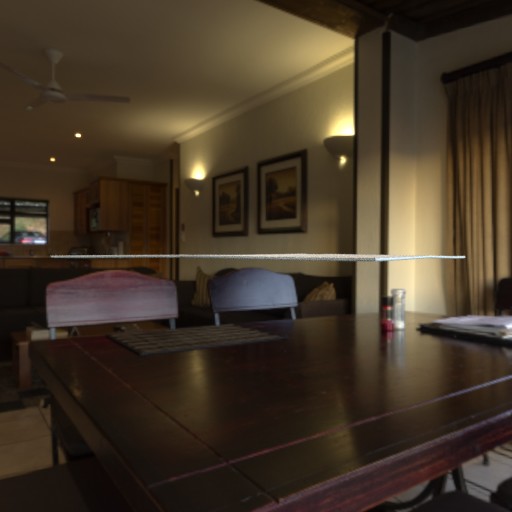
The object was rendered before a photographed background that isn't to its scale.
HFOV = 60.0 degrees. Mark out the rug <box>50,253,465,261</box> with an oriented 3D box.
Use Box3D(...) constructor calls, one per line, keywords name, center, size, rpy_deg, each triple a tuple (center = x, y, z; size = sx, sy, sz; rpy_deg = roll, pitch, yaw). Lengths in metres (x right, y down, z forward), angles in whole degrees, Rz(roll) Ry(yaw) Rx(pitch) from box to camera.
Box3D(name="rug", center=(0.000, 0.000, 2.983), size=(2.306, 0.030, 1.613), rpy_deg=(0, 0, 37))
